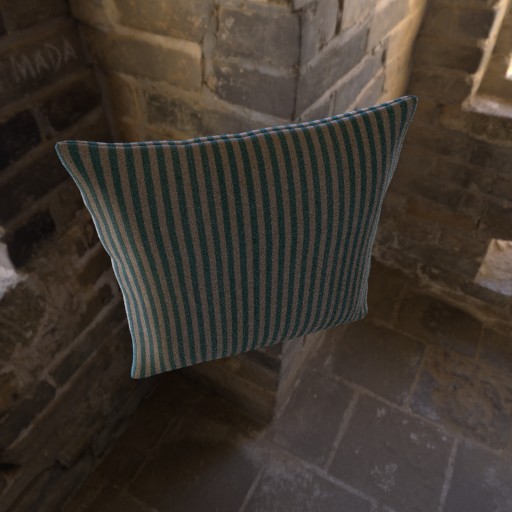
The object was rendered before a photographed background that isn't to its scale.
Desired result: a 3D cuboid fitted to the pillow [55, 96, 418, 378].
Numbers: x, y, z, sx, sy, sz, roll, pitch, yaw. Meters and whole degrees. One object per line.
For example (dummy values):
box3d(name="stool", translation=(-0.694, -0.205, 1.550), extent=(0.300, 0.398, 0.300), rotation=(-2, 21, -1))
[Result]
box3d(name="pillow", translation=(0.000, 0.000, 0.774), extent=(0.523, 0.510, 0.166), rotation=(-12, 42, -14))
